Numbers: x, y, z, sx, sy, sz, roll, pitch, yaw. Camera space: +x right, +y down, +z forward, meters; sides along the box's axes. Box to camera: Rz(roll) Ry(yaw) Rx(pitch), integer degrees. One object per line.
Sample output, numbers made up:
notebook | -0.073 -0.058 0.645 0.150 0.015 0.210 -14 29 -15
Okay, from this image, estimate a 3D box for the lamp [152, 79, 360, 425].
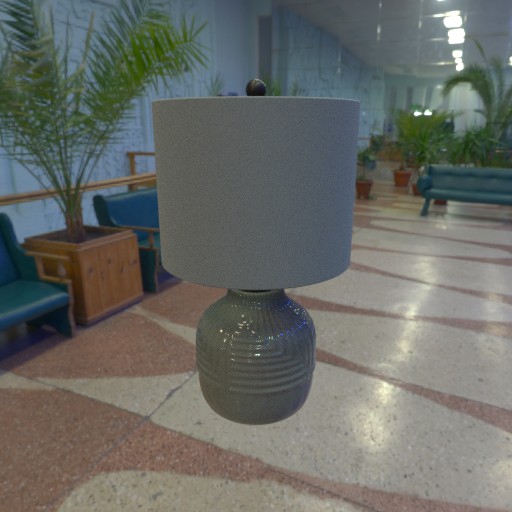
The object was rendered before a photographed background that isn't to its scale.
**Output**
lamp | 0.000 0.000 0.762 0.318 0.567 0.318 0 17 0
